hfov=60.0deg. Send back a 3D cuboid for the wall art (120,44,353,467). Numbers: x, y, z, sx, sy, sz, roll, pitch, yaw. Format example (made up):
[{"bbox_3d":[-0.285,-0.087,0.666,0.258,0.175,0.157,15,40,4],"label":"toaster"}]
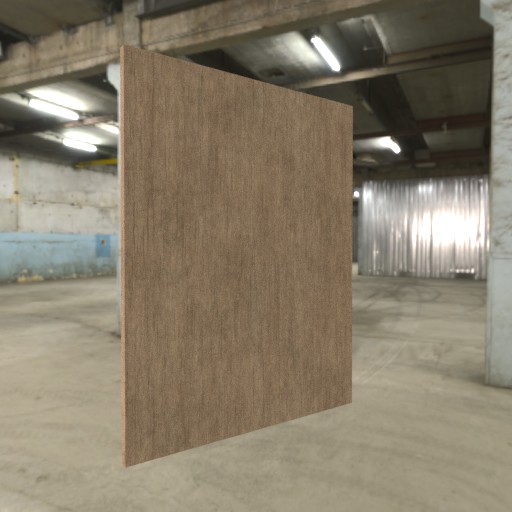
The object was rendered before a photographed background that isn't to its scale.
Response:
[{"bbox_3d":[0.000,0.000,0.879,0.534,0.686,0.018,-1,1,-35],"label":"wall art"}]
